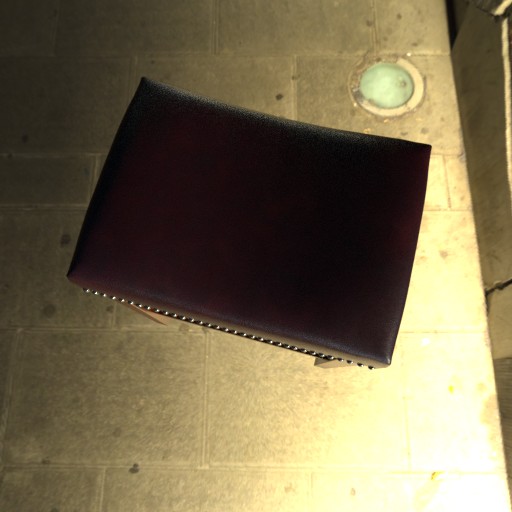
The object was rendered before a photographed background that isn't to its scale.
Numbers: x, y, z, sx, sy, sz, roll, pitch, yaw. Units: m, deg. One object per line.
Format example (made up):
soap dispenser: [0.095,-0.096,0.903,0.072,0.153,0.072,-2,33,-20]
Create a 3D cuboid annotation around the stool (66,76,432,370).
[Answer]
stool: [0.000,0.000,0.972,0.504,0.657,0.372,15,76,4]
